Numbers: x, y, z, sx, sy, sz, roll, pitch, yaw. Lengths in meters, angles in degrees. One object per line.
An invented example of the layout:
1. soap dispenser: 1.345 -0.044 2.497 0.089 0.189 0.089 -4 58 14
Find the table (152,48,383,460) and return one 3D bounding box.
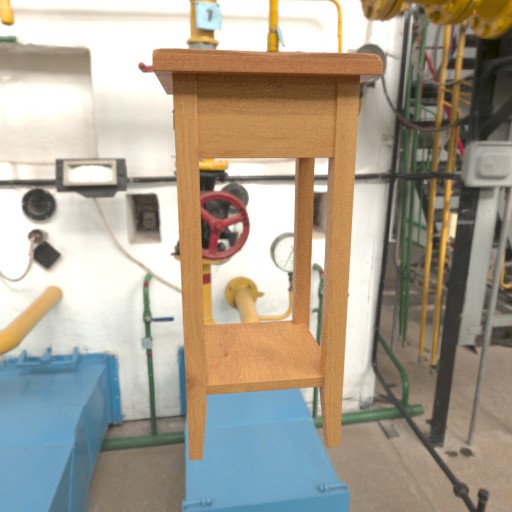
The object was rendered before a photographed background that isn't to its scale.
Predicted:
1. table: 0.000 0.000 0.942 0.360 0.740 0.360 -2 15 -7
